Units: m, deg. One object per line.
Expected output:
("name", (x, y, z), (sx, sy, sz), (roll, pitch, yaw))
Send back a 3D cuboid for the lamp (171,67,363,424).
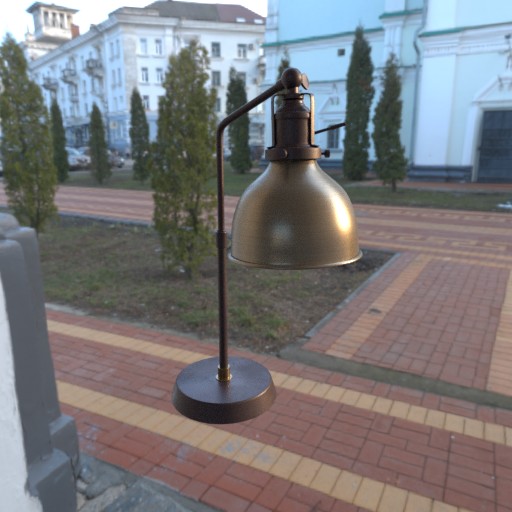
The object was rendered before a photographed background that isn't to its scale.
("lamp", (0.000, 0.000, 0.606), (0.298, 0.469, 0.175), (13, 19, 43))
